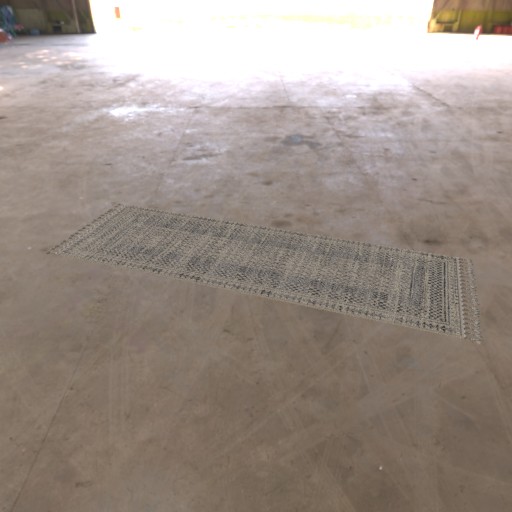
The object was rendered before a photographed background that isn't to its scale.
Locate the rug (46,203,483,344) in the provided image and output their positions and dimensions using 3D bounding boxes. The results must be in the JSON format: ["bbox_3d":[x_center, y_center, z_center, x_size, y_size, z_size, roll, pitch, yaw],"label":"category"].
[{"bbox_3d":[0.000,0.000,2.676,2.480,0.013,0.786,10,33,16],"label":"rug"}]
